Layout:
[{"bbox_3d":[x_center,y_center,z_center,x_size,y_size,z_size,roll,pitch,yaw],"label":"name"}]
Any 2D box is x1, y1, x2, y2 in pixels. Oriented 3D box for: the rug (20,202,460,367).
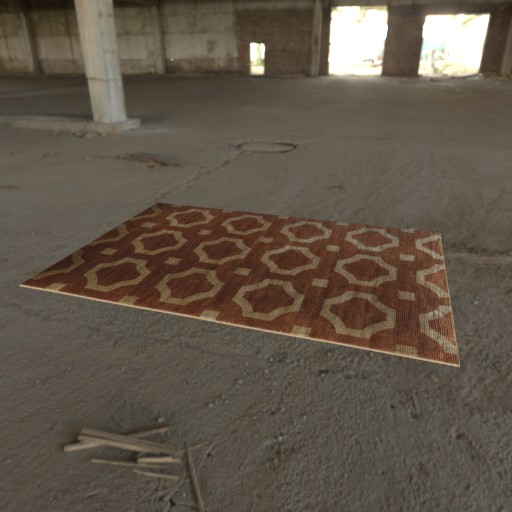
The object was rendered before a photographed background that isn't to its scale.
[{"bbox_3d":[0.000,0.000,2.835,2.286,0.016,1.555,8,26,16],"label":"rug"}]
